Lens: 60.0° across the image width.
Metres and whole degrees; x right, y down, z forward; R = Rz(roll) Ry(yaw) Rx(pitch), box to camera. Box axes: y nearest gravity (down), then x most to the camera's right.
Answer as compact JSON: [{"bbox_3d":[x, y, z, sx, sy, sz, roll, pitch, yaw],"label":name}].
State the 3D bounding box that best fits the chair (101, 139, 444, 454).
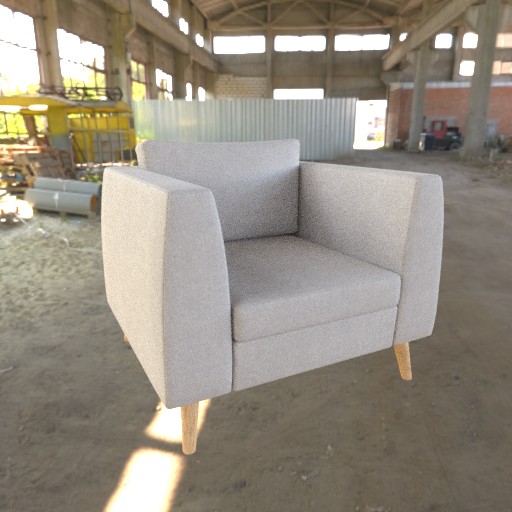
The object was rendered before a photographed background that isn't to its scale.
[{"bbox_3d":[0.000,0.000,1.700,1.000,0.860,0.930,-8,17,-27],"label":"chair"}]
